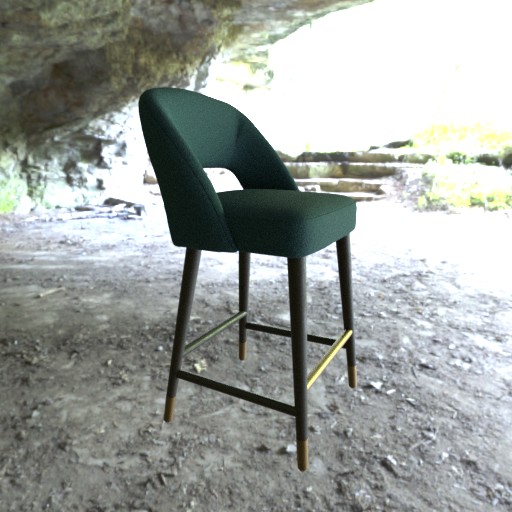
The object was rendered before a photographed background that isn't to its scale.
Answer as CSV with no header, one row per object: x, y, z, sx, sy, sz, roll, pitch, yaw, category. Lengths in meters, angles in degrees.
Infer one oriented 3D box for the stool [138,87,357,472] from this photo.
0.000,0.000,1.286,0.522,0.939,0.536,7,16,27,stool
